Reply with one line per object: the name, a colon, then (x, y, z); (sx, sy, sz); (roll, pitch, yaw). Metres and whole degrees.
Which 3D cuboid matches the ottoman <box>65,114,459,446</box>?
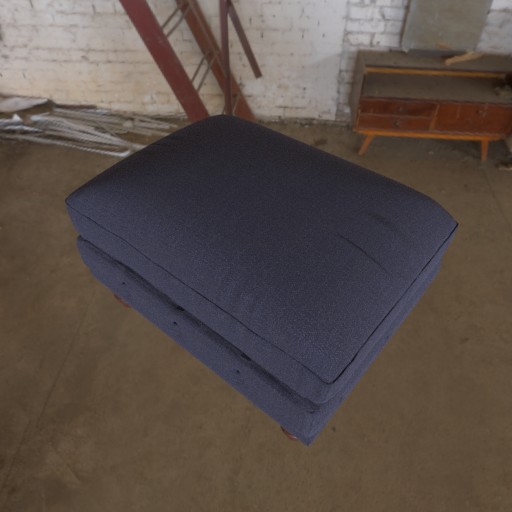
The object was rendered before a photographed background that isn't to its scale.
ottoman: (0.000, 0.000, 1.132); (0.767, 0.486, 0.558); (31, 52, 27)
